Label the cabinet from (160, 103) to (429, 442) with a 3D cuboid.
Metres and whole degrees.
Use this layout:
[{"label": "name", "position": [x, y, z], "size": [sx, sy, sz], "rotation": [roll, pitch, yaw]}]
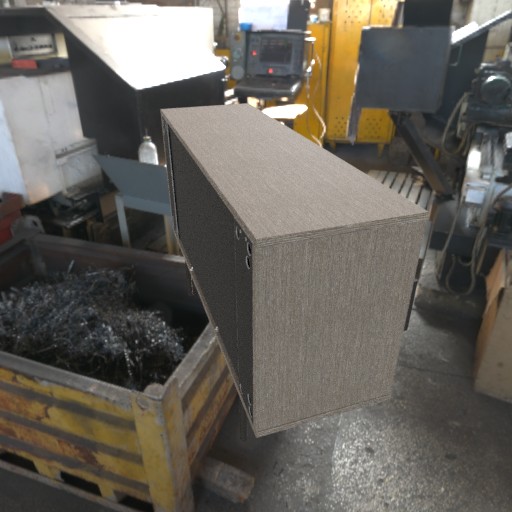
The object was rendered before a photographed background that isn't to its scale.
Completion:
[{"label": "cabinet", "position": [0.000, 0.000, 1.540], "size": [0.405, 0.787, 1.194], "rotation": [-10, 31, -16]}]
